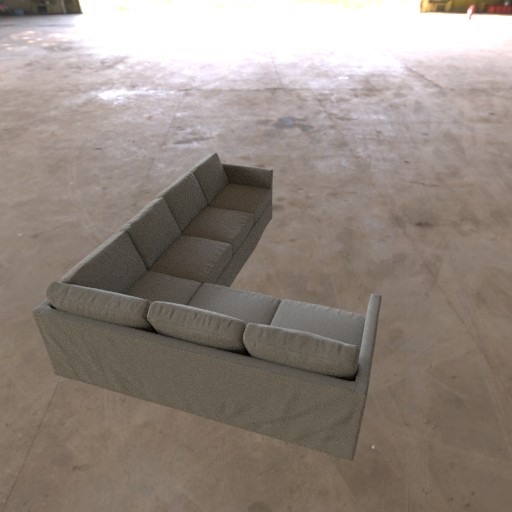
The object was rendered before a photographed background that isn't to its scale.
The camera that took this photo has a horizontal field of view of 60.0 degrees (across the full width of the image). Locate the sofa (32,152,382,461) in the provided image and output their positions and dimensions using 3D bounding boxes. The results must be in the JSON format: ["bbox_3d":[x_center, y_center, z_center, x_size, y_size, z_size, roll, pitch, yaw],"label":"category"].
[{"bbox_3d":[0.000,0.000,4.296,2.432,0.871,3.182,10,34,15],"label":"sofa"}]
